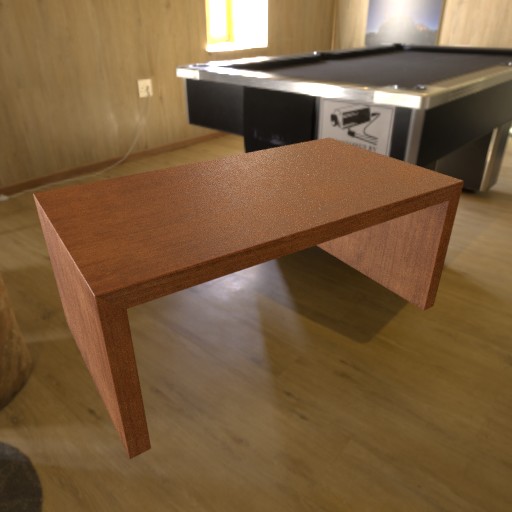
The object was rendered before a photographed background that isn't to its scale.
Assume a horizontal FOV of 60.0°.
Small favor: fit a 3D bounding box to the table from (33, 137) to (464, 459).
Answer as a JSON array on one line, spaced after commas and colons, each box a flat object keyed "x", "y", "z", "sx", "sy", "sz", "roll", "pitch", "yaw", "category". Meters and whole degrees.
[{"x": 0.000, "y": 0.000, "z": 1.272, "sx": 1.000, "sy": 0.419, "sz": 0.549, "roll": -18, "pitch": 34, "yaw": -29, "category": "table"}]
